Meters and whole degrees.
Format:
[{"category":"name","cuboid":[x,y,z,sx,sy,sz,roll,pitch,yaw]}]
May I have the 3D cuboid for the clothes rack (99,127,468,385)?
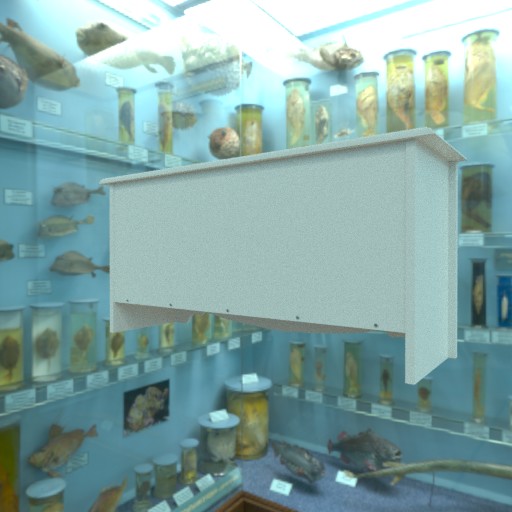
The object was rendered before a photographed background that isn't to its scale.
[{"category":"clothes rack","cuboid":[0.000,0.000,1.350,1.120,0.531,0.324,0,1,36]}]
